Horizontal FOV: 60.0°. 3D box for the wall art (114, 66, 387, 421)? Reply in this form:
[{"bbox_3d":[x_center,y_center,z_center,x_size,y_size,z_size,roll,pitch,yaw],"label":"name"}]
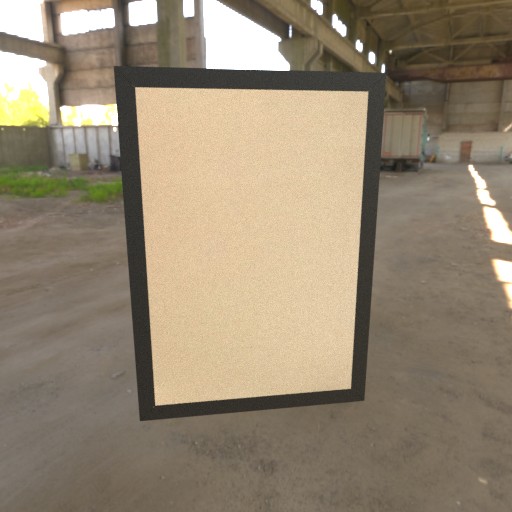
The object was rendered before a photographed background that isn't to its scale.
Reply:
[{"bbox_3d":[0.000,0.000,0.678,0.379,0.530,0.008,-2,14,-9],"label":"wall art"}]
